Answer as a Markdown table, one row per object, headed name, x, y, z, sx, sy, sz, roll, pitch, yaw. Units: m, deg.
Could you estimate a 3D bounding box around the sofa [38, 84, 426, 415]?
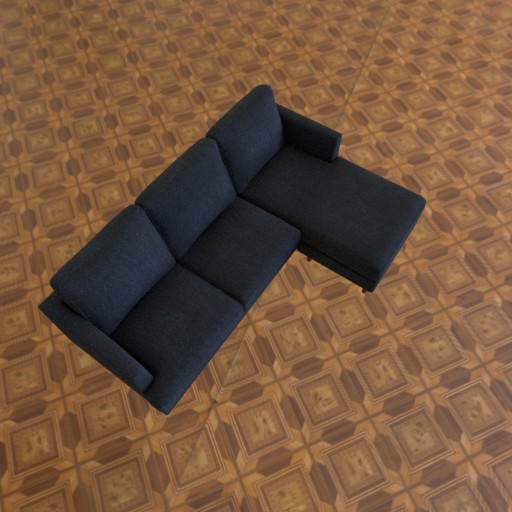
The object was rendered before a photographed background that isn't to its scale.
| name | x | y | z | sx | sy | sz | roll | pitch | yaw |
| --- | --- | --- | --- | --- | --- | --- | --- | --- | --- |
| sofa | 0.000 | 0.000 | 2.949 | 1.504 | 0.956 | 2.233 | 31 | 63 | 17 |
